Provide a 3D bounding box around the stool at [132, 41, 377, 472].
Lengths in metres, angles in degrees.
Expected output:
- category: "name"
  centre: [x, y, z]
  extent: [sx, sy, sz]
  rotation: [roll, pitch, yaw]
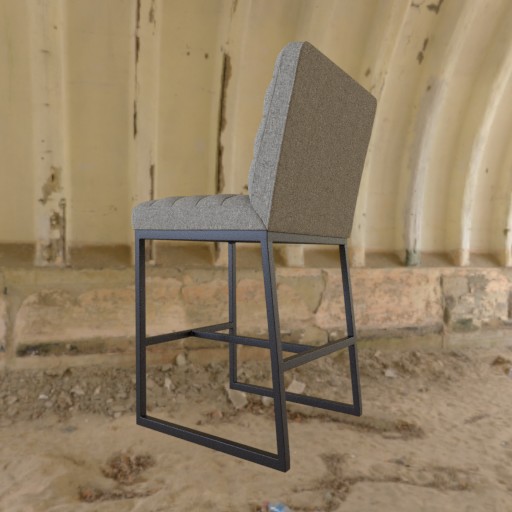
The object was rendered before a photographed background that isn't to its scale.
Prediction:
- category: "stool"
  centre: [0.000, 0.000, 1.270]
  extent: [0.560, 0.940, 0.460]
  rotation: [0, 0, 35]
